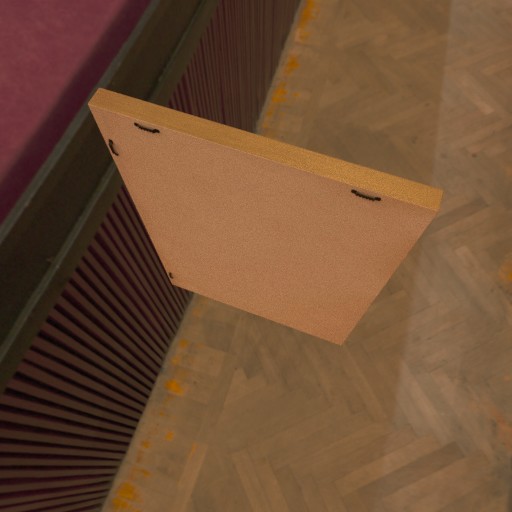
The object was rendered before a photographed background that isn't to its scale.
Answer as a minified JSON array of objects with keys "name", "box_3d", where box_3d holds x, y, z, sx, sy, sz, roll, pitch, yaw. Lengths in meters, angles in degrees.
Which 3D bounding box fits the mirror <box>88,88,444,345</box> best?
[{"name":"mirror","box_3d":[0.000,0.000,0.927,0.507,0.710,0.039,19,66,9]}]
